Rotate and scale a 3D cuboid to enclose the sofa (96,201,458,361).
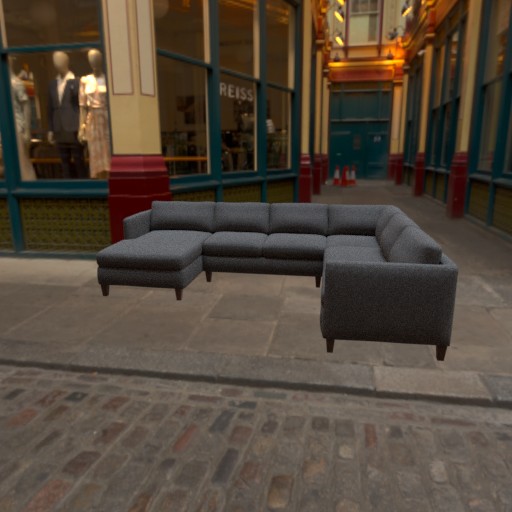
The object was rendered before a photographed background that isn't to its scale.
[{"bbox_3d":[0.000,0.000,4.497,3.238,0.853,2.551,2,14,9],"label":"sofa"}]
